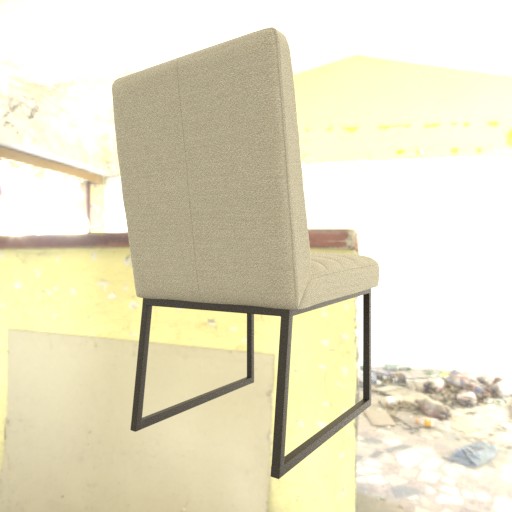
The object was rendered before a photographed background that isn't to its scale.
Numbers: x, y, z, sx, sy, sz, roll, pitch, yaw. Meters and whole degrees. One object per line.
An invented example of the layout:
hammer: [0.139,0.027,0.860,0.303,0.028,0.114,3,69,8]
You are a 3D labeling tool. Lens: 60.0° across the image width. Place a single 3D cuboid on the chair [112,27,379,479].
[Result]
chair: [0.000,0.000,1.263,0.520,0.930,0.634,0,0,34]
